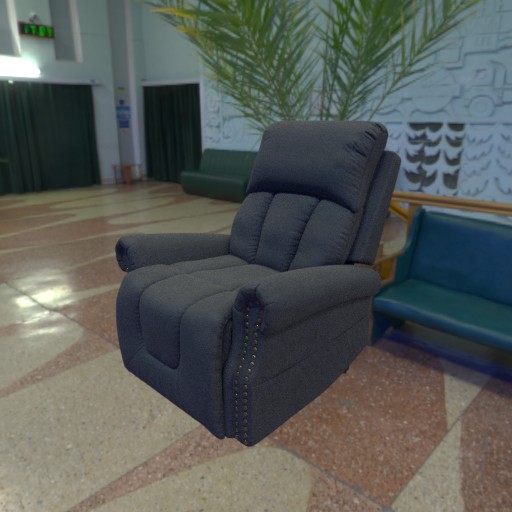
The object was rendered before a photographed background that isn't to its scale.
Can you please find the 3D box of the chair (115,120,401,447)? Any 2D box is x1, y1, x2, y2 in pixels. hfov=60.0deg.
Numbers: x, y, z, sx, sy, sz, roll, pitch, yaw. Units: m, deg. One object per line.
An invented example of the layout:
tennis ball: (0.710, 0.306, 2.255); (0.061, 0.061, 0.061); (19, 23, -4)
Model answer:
chair: (0.000, 0.000, 1.764); (0.871, 1.031, 0.979); (16, 23, 42)
